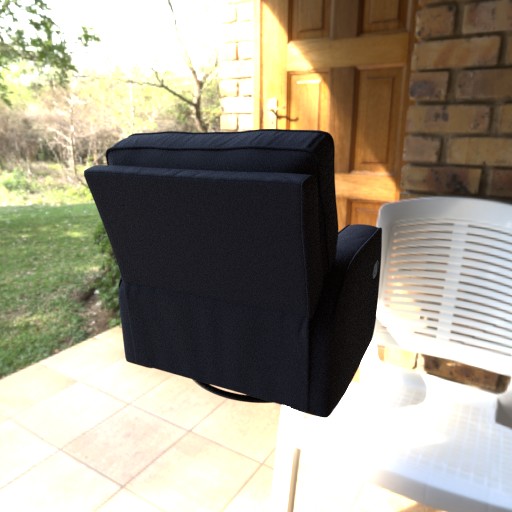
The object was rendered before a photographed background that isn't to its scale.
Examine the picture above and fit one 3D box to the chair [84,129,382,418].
[{"bbox_3d":[0.000,0.000,1.739,0.861,0.962,0.964,8,18,25],"label":"chair"}]
